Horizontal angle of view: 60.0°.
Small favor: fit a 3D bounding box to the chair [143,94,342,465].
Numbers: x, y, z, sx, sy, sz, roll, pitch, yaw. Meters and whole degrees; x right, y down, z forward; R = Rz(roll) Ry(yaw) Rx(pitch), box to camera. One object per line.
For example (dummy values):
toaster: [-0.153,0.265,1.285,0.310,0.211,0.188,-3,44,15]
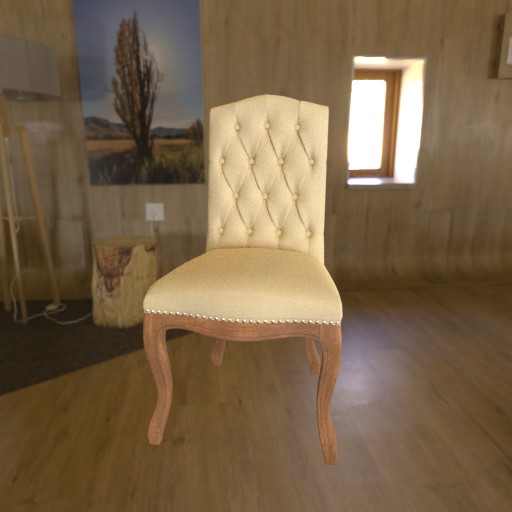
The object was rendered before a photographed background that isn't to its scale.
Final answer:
chair: [0.000,0.000,1.605,0.623,1.165,0.715,2,15,9]
